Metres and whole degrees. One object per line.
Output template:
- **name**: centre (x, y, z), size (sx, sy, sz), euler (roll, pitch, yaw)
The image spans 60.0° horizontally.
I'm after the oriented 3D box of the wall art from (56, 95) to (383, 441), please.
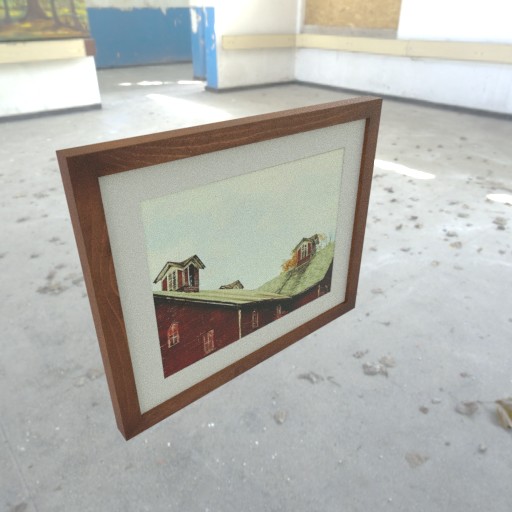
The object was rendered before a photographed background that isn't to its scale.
- **wall art**: centre (0.000, 0.000, 0.754), size (0.558, 0.457, 0.033), euler (-22, 36, -34)
